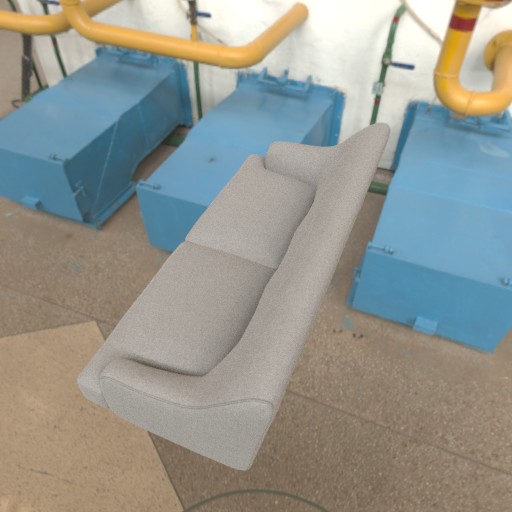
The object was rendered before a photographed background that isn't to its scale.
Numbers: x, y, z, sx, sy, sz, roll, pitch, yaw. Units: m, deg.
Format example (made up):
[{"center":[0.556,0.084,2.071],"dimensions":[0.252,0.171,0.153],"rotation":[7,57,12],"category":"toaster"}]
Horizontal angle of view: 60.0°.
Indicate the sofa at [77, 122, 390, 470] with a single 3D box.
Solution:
[{"center":[0.000,0.000,2.512],"dimensions":[0.978,0.871,2.057],"rotation":[17,49,16],"category":"sofa"}]
